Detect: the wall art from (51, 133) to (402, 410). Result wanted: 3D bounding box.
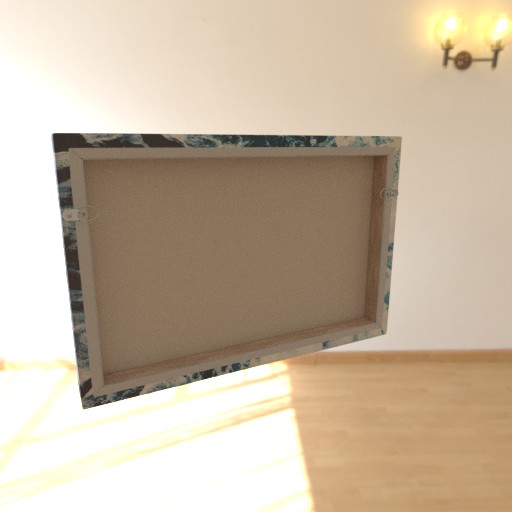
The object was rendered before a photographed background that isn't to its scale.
[{"bbox_3d":[0.000,0.000,0.772,0.609,0.407,0.043,-7,16,-26],"label":"wall art"}]
